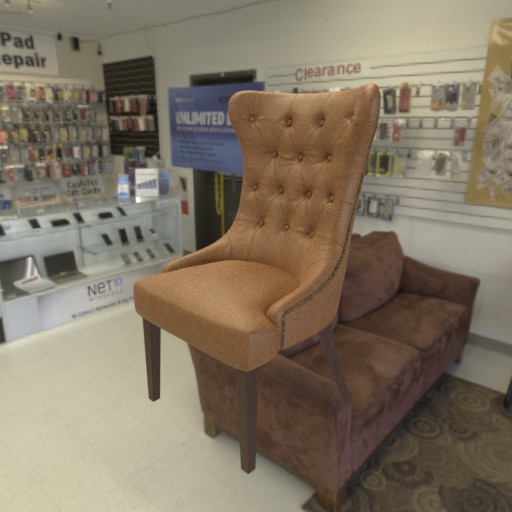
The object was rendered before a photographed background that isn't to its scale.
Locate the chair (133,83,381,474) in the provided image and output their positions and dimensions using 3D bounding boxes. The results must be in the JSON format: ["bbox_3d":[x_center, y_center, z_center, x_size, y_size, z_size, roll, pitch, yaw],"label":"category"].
[{"bbox_3d":[0.000,0.000,1.467,0.611,1.065,0.669,16,23,42],"label":"chair"}]
